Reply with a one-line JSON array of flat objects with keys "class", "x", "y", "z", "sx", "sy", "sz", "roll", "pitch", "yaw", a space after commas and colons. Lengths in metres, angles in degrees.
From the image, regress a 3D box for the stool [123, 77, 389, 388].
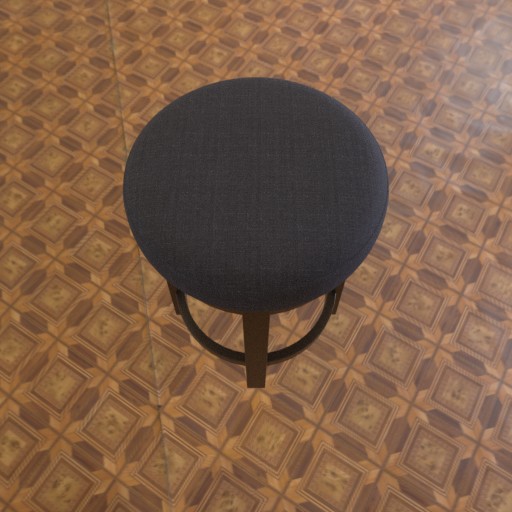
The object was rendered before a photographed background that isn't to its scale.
[{"class": "stool", "x": 0.000, "y": 0.000, "z": 0.971, "sx": 0.449, "sy": 0.655, "sz": 0.449, "roll": 0, "pitch": 63, "yaw": 0}]
